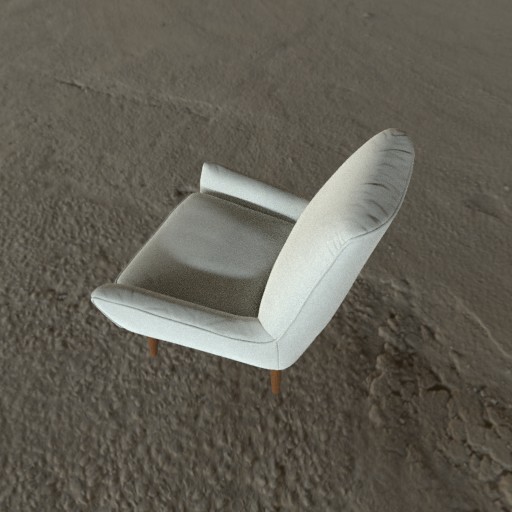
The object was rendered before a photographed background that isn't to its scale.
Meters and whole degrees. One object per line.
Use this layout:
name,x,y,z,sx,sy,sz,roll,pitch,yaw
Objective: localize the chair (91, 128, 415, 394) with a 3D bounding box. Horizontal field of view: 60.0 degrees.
chair,0.000,0.000,1.514,0.822,0.888,0.787,17,48,16
